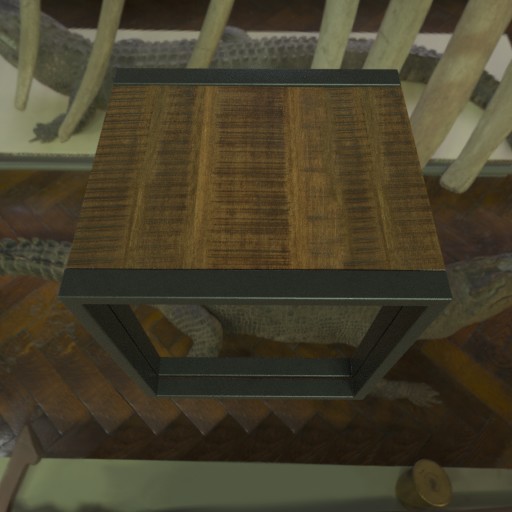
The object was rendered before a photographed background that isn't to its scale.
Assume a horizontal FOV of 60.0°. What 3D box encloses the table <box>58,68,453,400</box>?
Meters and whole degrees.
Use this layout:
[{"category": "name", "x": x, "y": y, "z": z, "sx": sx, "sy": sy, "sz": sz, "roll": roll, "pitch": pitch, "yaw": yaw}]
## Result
[{"category": "table", "x": 0.000, "y": 0.000, "z": 0.907, "sx": 0.500, "sy": 0.550, "sz": 0.449, "roll": 0, "pitch": 59, "yaw": 0}]
